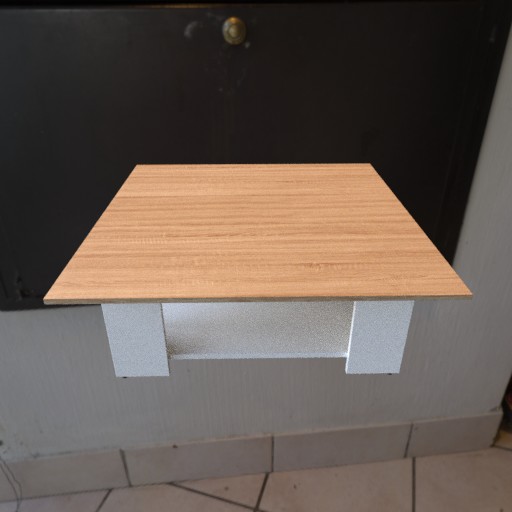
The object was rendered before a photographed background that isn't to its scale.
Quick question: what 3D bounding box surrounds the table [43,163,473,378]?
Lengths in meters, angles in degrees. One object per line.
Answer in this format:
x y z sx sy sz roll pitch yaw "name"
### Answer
0.000 0.000 1.379 0.890 0.305 0.890 -1 29 -1 "table"
